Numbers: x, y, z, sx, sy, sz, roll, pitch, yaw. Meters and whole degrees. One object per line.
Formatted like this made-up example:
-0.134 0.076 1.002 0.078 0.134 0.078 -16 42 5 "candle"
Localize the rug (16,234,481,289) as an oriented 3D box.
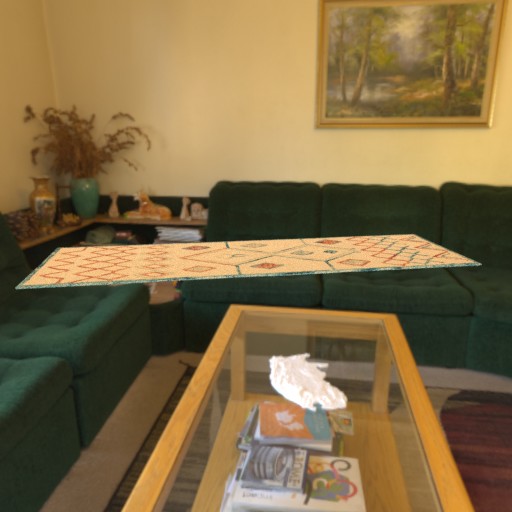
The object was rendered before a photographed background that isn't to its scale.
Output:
0.000 0.000 2.644 2.435 0.011 0.750 -3 16 -9 "rug"
